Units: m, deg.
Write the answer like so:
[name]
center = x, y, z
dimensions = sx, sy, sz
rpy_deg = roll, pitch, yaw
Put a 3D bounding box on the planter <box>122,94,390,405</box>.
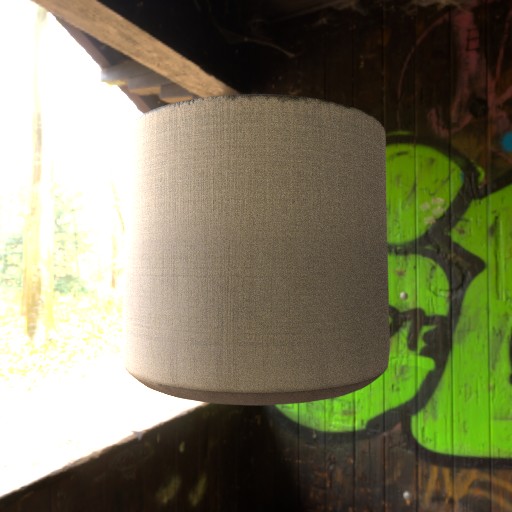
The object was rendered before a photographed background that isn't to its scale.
[planter]
center = 0.000, 0.000, 0.384
dimensions = 0.221, 0.201, 0.221
rpy_deg = 0, -1, 0
